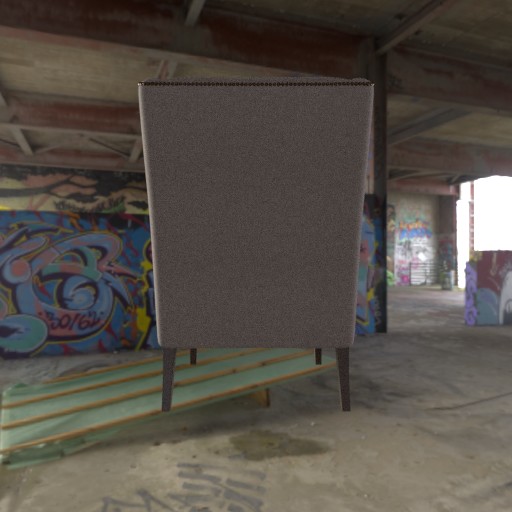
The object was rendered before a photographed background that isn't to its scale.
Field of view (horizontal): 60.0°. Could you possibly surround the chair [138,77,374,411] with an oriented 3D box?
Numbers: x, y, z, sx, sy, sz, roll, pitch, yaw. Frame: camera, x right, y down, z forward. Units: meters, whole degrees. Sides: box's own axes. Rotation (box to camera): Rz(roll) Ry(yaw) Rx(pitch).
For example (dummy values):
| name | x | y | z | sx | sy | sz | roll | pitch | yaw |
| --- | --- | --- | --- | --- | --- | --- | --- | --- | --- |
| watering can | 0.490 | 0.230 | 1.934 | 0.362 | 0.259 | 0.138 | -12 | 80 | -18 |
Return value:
| name | x | y | z | sx | sy | sz | roll | pitch | yaw |
| --- | --- | --- | --- | --- | --- | --- | --- | --- | --- |
| chair | 0.000 | 0.000 | 1.693 | 0.737 | 1.029 | 0.940 | 0 | 0 | 0 |
